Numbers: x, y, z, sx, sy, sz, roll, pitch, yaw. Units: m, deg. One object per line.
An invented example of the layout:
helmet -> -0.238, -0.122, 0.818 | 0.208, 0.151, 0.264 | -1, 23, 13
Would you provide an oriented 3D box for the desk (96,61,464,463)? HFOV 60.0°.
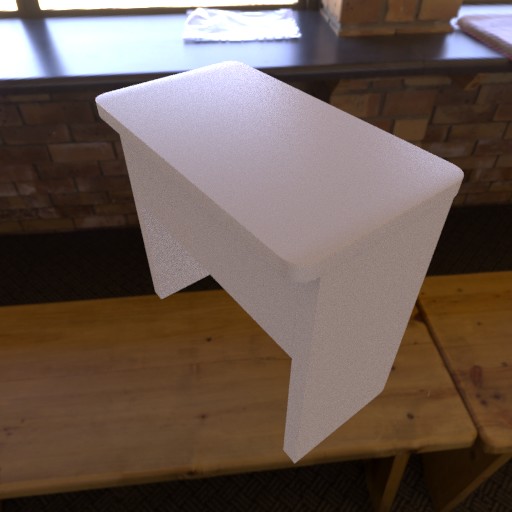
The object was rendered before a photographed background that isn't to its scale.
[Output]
desk -> 0.000, 0.000, 1.241 | 0.446, 0.760, 0.790 | -27, 49, -27
